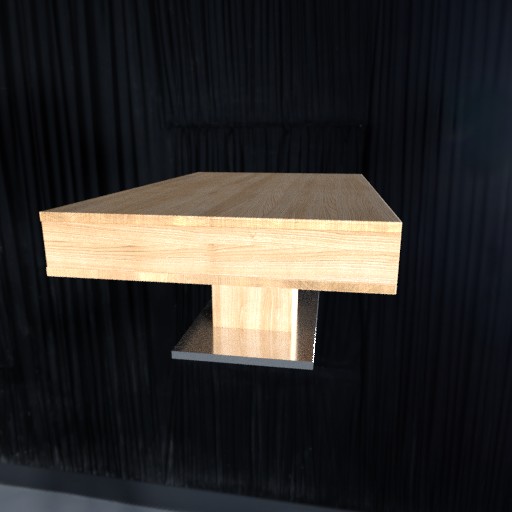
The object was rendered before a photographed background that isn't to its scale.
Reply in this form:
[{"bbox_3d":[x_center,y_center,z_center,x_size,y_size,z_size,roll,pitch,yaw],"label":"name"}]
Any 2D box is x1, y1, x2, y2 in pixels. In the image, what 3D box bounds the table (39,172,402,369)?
[{"bbox_3d":[0.000,0.000,1.412,0.700,0.440,1.100,2,15,9],"label":"table"}]
